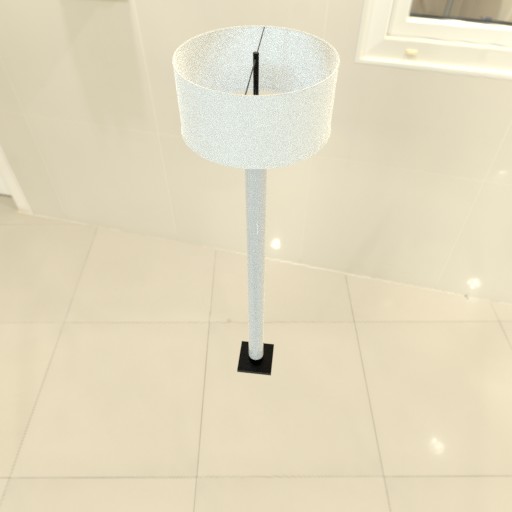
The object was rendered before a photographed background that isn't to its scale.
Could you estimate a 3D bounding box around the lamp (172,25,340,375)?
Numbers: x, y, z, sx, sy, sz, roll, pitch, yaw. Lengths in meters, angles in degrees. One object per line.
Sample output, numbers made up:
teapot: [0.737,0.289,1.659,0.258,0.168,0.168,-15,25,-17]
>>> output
lamp: [0.000,0.000,1.640,0.420,1.475,0.420,5,47,5]
